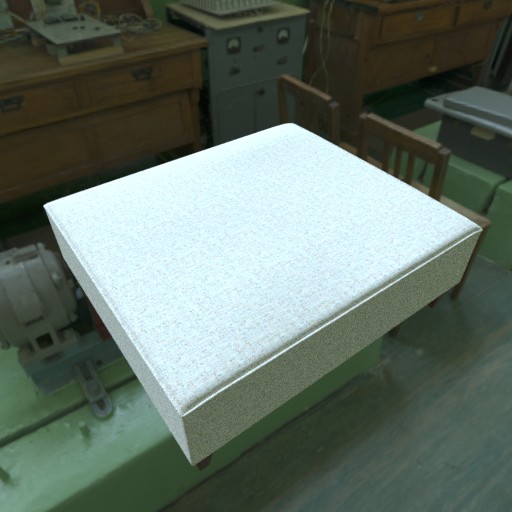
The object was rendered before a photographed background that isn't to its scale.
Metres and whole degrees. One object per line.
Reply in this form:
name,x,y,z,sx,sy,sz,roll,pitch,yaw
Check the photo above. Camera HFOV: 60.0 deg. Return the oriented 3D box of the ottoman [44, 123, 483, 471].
ottoman,0.000,0.000,1.198,0.835,0.303,0.736,-26,47,-26
